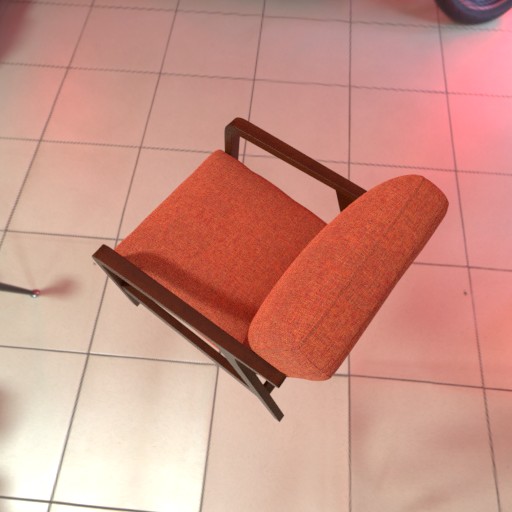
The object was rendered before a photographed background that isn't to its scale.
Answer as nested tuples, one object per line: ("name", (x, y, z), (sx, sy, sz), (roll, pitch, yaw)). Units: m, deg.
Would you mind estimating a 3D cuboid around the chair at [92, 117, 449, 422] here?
("chair", (0.000, 0.000, 1.518), (0.860, 0.890, 0.719), (35, 69, 16))
